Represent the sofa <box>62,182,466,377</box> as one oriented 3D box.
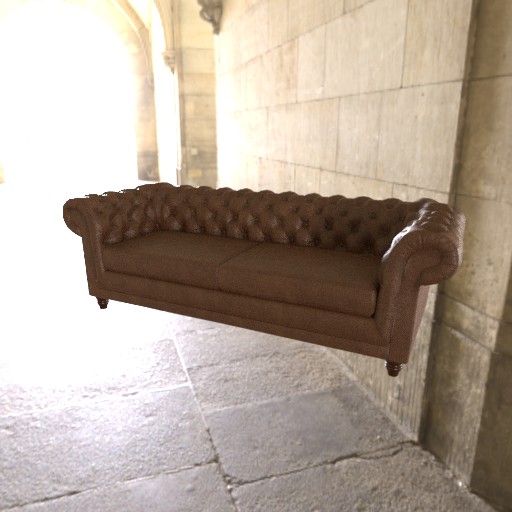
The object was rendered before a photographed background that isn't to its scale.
[{"bbox_3d":[0.000,0.000,2.838,2.385,0.783,0.944,8,18,25],"label":"sofa"}]
